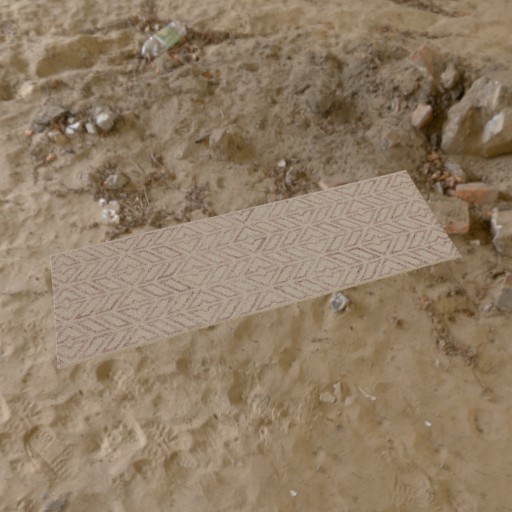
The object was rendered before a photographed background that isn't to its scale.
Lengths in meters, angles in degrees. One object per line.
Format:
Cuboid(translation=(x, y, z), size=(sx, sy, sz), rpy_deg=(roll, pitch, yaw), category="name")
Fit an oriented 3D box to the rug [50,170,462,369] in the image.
Cuboid(translation=(0.000, 0.000, 2.741), size=(2.435, 0.009, 0.750), rpy_deg=(-14, 59, -9), category="rug")
